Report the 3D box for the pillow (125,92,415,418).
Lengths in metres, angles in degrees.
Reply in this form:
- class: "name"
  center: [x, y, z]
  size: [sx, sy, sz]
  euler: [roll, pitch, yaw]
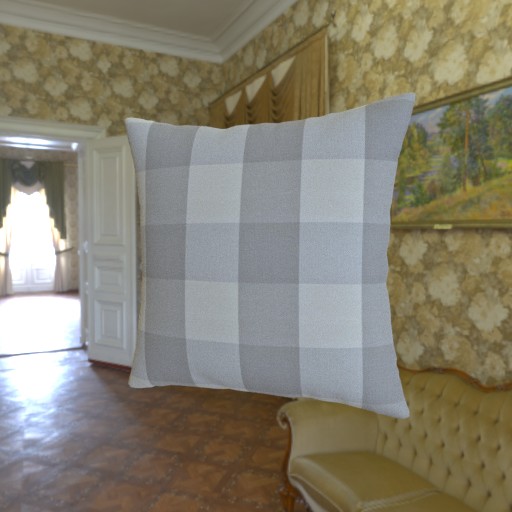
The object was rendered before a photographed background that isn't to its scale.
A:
- class: "pillow"
  center: [0.000, 0.000, 0.765]
  size: [0.511, 0.509, 0.161]
  euler: [1, 3, 17]
